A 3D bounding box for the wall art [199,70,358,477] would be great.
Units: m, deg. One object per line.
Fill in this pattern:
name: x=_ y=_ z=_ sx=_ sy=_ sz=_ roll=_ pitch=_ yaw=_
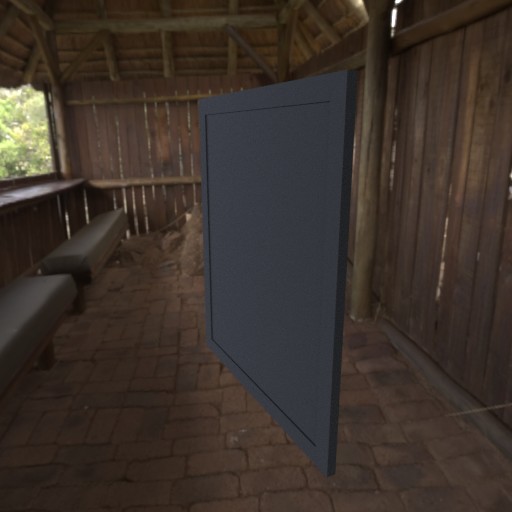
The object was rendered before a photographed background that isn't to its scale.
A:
wall art: x=0.000 y=0.000 z=0.510 sx=0.010 sy=0.361 sz=0.311 roll=-8 pitch=17 yaw=-27
